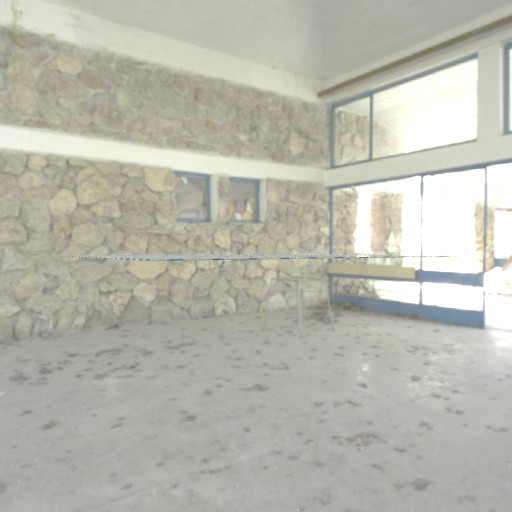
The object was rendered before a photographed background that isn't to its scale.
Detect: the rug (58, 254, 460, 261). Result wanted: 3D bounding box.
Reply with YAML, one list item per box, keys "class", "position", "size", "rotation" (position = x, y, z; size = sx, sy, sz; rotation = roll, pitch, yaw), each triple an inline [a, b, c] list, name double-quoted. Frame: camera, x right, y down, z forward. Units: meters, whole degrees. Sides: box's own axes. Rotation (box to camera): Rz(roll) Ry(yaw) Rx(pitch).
- class: "rug"
  position: [0.000, 0.000, 4.234]
  size: [3.059, 0.008, 2.453]
  rotation: [0, 1, -35]
